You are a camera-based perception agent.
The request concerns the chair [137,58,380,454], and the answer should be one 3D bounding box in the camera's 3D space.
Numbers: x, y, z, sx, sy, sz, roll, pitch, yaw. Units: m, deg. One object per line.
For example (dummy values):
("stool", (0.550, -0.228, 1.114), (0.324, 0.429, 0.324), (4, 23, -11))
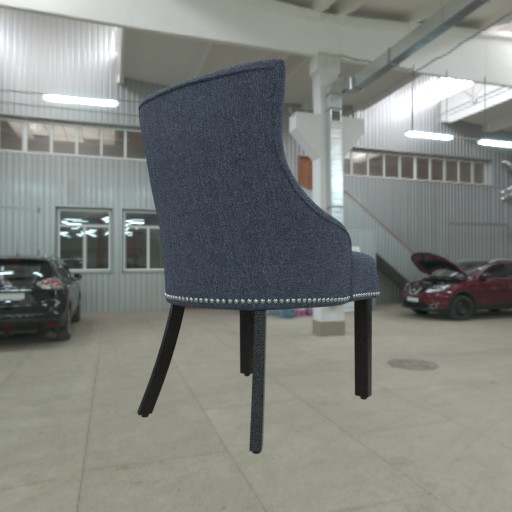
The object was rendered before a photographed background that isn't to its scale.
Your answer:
("chair", (0.000, 0.000, 1.352), (0.566, 0.909, 0.629), (0, -1, 37))
